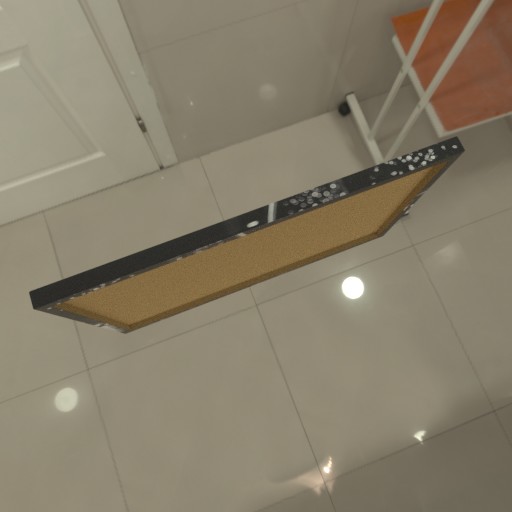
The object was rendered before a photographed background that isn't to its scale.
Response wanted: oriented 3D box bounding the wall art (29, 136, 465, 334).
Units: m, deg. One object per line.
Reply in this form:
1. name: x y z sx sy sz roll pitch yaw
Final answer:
1. wall art: 0.000 0.000 1.174 0.914 0.609 0.038 -20 77 -5
